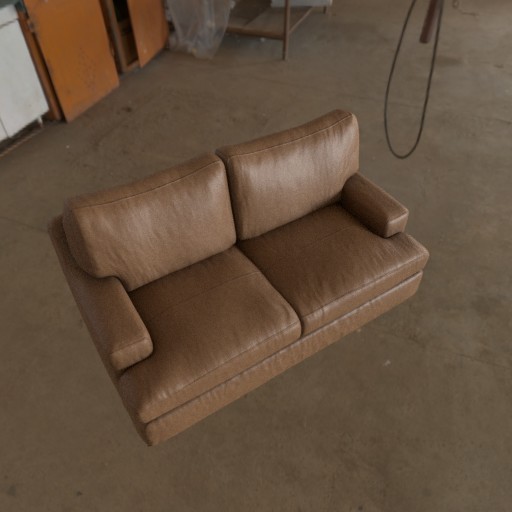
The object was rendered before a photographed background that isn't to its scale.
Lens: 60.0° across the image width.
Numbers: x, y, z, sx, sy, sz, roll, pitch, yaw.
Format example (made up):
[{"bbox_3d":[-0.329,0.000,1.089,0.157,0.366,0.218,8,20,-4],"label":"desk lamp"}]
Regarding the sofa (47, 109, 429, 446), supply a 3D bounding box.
[{"bbox_3d":[0.000,0.000,2.420,1.855,0.980,0.962,-24,50,-22],"label":"sofa"}]
